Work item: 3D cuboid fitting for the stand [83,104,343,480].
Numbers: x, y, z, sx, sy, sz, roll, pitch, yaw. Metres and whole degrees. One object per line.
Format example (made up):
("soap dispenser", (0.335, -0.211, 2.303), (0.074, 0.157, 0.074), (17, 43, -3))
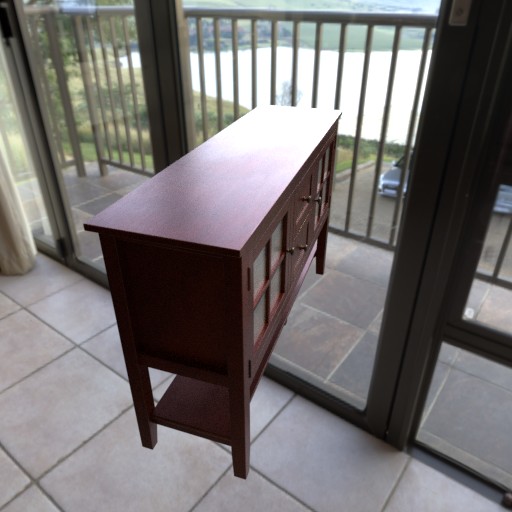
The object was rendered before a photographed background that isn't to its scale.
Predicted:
("stand", (0.000, 0.000, 1.774), (0.410, 0.872, 1.362), (10, 32, 16))
